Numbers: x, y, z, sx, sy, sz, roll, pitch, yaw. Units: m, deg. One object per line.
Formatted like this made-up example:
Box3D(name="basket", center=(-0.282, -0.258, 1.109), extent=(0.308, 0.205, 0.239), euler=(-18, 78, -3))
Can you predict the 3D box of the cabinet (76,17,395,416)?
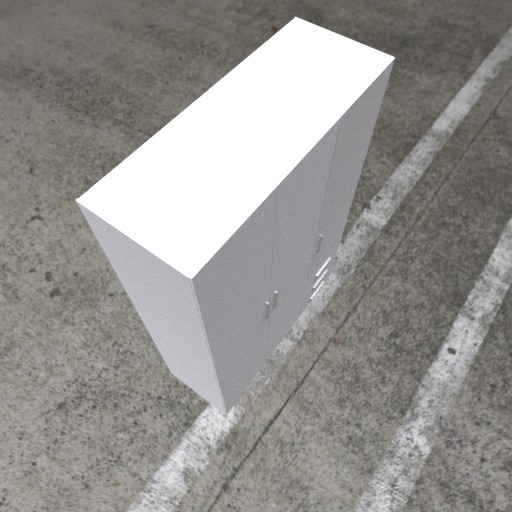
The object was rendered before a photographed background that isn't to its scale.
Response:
Box3D(name="cabinet", center=(0.000, 0.000, 2.450), extent=(0.510, 1.910, 1.290), euler=(32, 64, 18))
